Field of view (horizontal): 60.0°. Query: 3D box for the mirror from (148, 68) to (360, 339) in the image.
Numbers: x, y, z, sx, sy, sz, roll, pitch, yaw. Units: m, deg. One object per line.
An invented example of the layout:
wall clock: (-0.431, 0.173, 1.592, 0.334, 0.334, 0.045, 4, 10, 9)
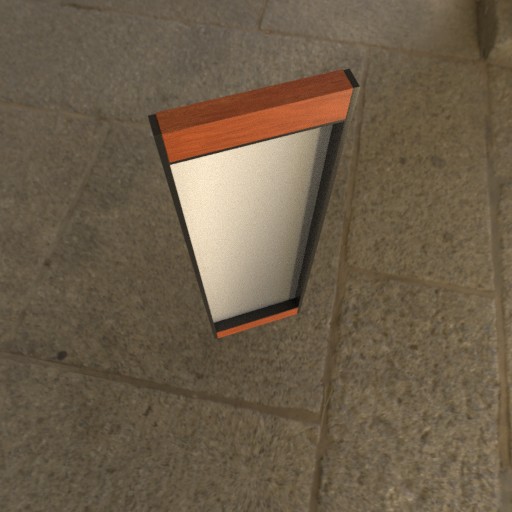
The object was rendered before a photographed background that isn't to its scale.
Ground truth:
mirror: (0.000, 0.000, 1.211, 0.343, 1.123, 0.047, -16, 65, -8)
